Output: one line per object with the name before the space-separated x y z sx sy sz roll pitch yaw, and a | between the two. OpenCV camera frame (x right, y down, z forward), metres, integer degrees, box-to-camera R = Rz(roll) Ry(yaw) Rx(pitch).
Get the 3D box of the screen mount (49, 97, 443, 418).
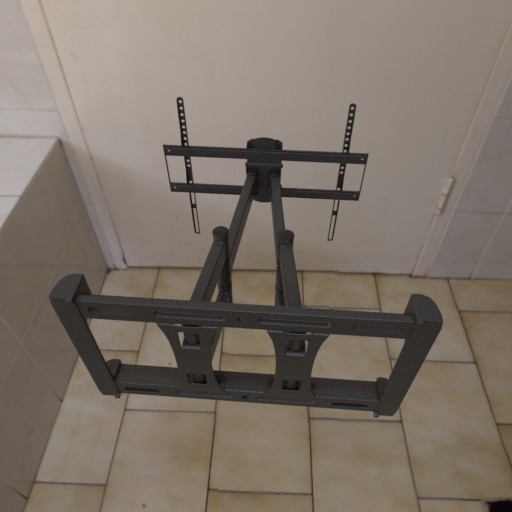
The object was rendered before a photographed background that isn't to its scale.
screen mount | 0.000 0.000 0.948 0.571 0.424 0.556 3 47 3
